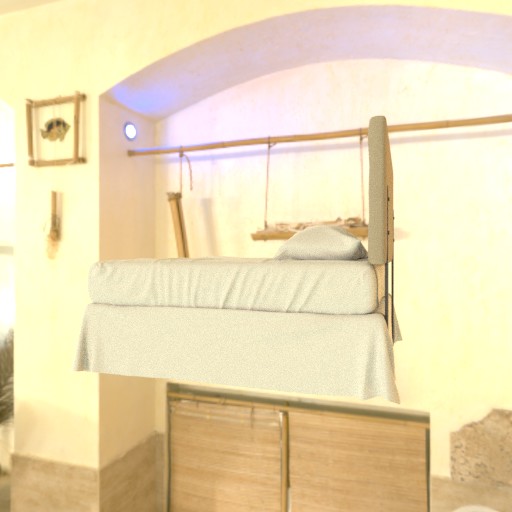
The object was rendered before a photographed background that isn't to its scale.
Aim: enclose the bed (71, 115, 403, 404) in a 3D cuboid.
[{"bbox_3d":[0.000,0.000,3.539,2.222,1.577,1.936,0,0,18],"label":"bed"}]
